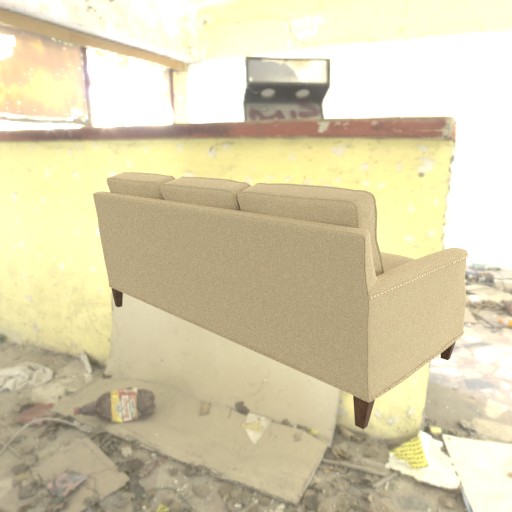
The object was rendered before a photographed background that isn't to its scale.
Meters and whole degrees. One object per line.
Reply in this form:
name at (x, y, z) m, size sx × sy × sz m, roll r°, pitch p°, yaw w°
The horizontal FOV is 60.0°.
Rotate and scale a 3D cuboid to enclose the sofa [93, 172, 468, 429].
sofa at (0.000, 0.000, 2.792) m, size 2.246 × 1.003 × 1.084 m, roll 13°, pitch 19°, yaw 43°
